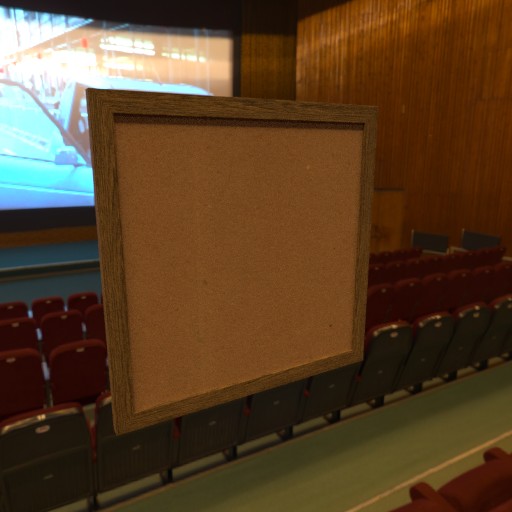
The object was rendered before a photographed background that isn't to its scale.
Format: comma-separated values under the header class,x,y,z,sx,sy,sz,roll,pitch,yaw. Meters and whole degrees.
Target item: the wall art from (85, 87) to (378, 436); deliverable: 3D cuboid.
class,x,y,z,sx,sy,sz,roll,pitch,yaw
wall art,0.000,0.000,0.758,0.508,0.508,0.019,-8,15,-29
